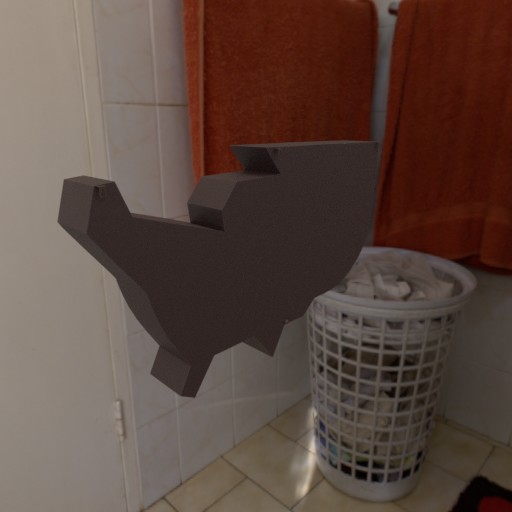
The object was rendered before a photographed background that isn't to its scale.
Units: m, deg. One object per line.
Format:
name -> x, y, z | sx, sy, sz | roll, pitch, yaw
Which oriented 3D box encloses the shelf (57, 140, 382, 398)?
shelf -> 0.000, 0.000, 0.911 | 0.729, 0.439, 0.112 | -16, 23, -42
